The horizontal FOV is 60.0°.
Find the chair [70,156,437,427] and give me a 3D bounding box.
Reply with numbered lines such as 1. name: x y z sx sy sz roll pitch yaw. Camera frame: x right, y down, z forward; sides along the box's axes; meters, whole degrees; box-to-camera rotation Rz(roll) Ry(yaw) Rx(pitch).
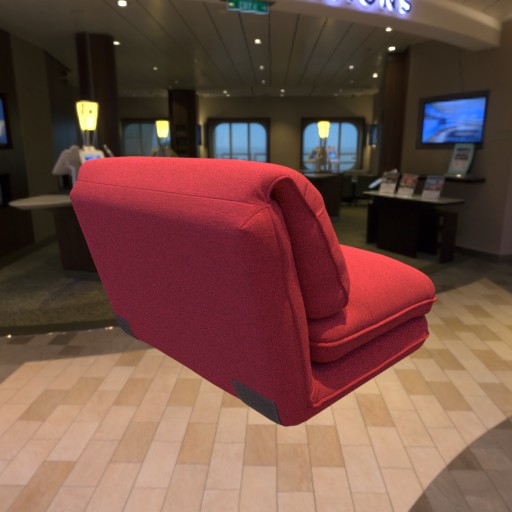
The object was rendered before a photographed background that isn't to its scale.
1. chair: 0.000 0.000 1.319 0.780 0.580 0.820 -13 19 -42
